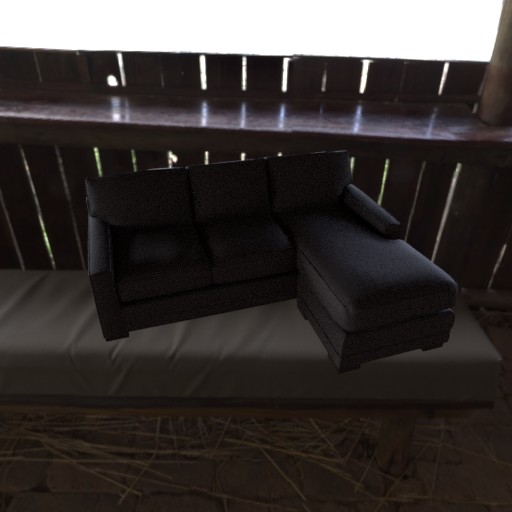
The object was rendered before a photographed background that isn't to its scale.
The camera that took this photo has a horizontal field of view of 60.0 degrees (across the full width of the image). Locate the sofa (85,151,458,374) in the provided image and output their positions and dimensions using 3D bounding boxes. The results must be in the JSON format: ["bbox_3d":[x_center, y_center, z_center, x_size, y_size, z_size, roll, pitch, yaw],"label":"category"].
[{"bbox_3d":[0.000,0.000,3.334,2.370,0.973,1.790,-10,34,-15],"label":"sofa"}]
